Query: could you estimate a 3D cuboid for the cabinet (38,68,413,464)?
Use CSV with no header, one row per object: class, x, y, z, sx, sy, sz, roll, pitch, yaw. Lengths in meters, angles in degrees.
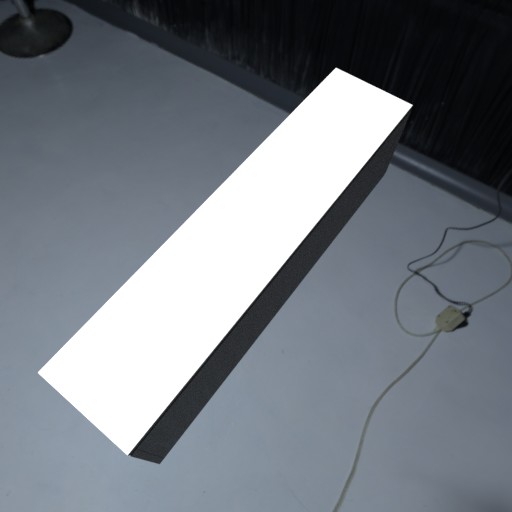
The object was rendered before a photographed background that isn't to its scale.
cabinet,0.000,0.000,2.430,0.499,0.779,2.198,34,67,16
